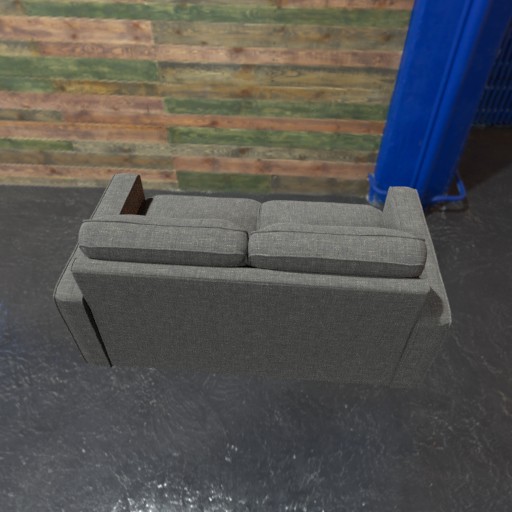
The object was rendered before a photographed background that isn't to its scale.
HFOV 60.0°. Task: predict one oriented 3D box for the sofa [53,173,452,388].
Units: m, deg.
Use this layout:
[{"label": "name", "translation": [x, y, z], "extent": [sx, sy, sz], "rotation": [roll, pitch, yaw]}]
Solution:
[{"label": "sofa", "translation": [0.000, 0.000, 2.268], "extent": [1.709, 0.918, 0.947], "rotation": [3, 46, 3]}]
